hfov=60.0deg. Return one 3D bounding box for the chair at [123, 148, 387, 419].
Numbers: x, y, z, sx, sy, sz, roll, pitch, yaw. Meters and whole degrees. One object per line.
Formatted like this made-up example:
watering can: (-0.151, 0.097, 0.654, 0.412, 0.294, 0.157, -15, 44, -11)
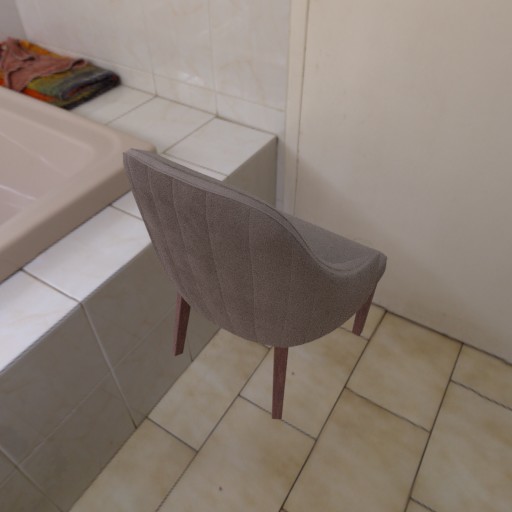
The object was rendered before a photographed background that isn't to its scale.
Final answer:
chair: (0.000, 0.000, 1.317, 0.643, 0.889, 0.575, 25, 50, 24)
